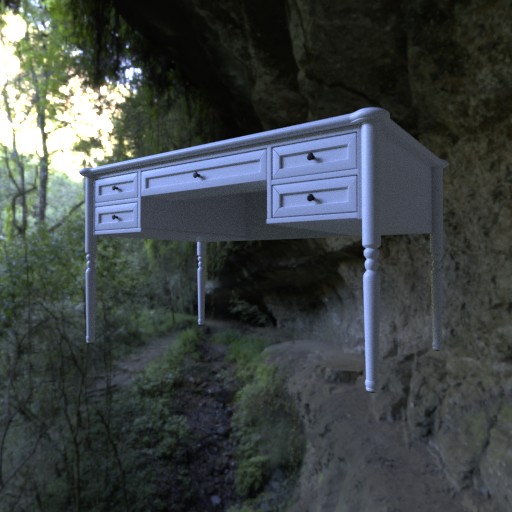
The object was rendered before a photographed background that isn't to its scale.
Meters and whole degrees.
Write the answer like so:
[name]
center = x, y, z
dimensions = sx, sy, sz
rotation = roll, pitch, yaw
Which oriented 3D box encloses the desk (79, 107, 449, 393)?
[desk]
center = 0.000, 0.000, 1.864
dimensions = 1.380, 0.762, 0.807
rotation = -1, -1, 35
